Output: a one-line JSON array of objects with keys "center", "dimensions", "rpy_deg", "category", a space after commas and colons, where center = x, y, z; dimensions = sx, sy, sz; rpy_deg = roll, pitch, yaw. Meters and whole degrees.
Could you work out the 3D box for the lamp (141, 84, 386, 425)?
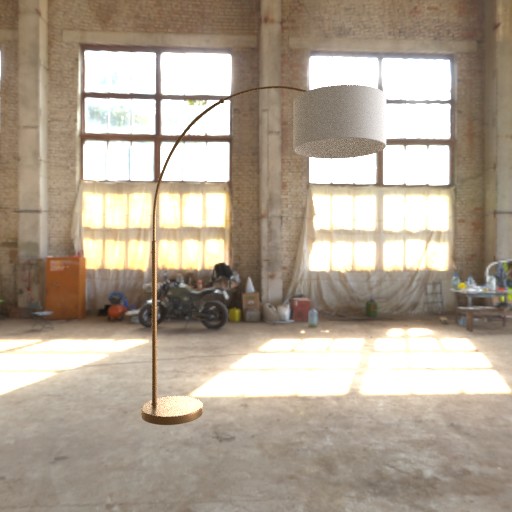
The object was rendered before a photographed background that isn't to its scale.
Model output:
[{"center": [0.000, 0.000, 2.548], "dimensions": [1.434, 1.927, 0.493], "rpy_deg": [0, 0, 17], "category": "lamp"}]
